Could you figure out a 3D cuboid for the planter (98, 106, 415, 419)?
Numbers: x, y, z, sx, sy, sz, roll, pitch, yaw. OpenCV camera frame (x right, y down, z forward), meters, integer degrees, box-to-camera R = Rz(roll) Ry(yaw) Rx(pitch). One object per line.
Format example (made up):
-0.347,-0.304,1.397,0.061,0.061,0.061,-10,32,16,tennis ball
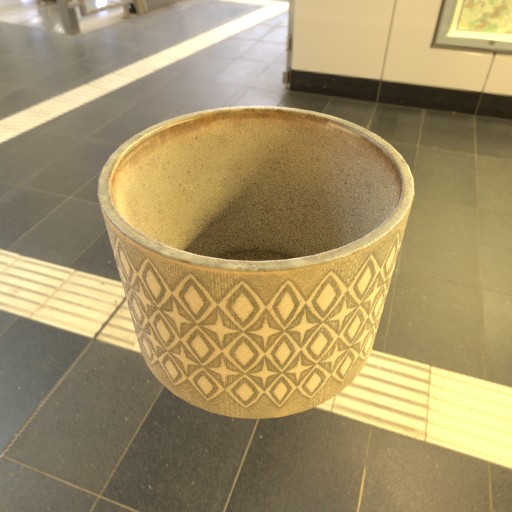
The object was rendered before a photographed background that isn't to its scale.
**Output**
0.000,0.000,0.316,0.186,0.144,0.186,0,41,0,planter
